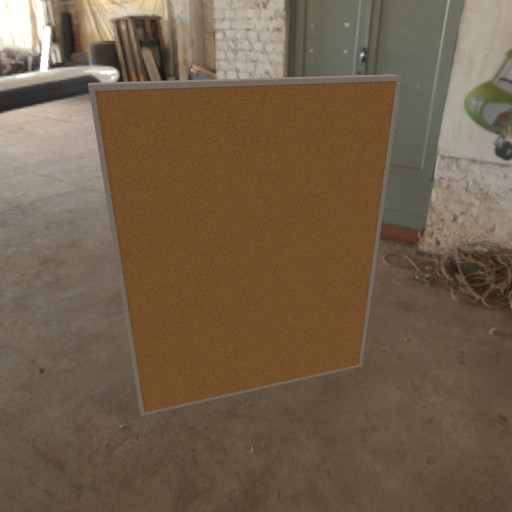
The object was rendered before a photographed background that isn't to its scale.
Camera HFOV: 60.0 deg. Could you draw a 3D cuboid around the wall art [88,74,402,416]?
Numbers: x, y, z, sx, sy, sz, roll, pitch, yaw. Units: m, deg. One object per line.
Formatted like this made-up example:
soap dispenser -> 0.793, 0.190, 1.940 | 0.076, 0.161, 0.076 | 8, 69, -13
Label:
wall art -> 0.000, 0.000, 1.024 | 0.611, 0.763, 0.055 | -8, 28, -15
